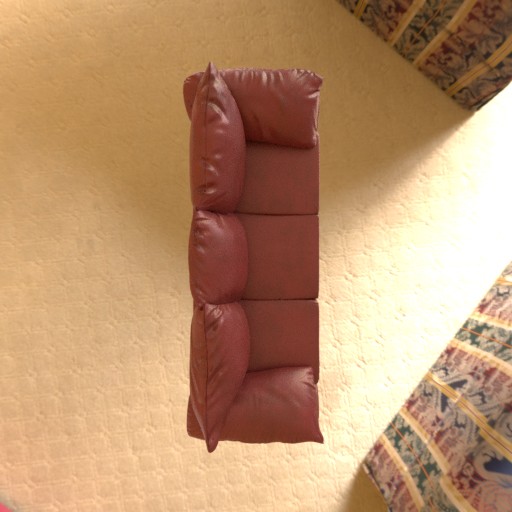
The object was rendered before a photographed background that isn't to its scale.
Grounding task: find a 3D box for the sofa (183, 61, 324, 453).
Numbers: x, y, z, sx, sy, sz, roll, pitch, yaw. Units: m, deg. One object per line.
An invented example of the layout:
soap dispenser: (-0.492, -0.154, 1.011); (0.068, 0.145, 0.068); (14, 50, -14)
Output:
sofa: (0.000, 0.000, 2.974); (0.907, 1.091, 2.390); (0, 91, 0)
